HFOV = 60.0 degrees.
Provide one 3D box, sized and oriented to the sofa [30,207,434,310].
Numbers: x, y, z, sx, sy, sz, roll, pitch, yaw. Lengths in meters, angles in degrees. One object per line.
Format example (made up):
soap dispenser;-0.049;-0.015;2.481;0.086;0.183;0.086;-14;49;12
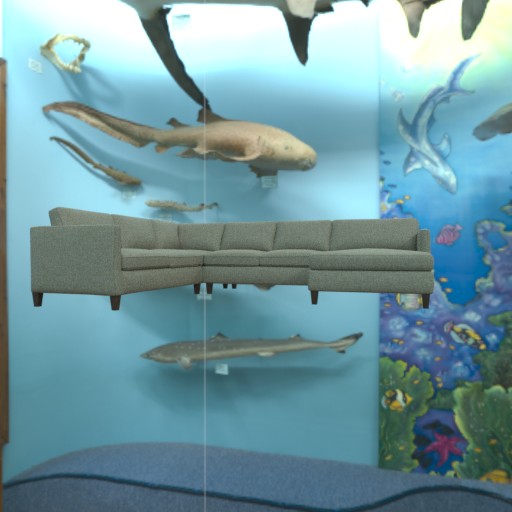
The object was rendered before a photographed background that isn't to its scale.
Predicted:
sofa;0.000;0.000;4.540;3.403;0.889;2.551;0;0;18
